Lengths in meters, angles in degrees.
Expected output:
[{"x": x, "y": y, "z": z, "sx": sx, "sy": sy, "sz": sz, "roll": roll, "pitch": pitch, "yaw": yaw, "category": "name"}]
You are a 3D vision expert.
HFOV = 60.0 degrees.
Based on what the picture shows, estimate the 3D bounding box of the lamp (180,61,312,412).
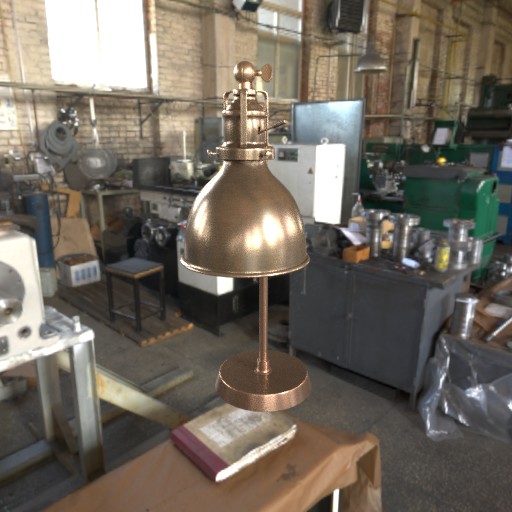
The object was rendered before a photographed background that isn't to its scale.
[{"x": 0.000, "y": 0.000, "z": 0.585, "sx": 0.153, "sy": 0.456, "sz": 0.286, "roll": 3, "pitch": 15, "yaw": 10, "category": "lamp"}]
